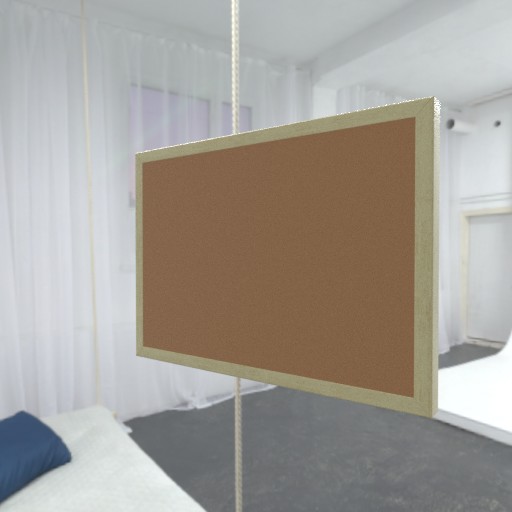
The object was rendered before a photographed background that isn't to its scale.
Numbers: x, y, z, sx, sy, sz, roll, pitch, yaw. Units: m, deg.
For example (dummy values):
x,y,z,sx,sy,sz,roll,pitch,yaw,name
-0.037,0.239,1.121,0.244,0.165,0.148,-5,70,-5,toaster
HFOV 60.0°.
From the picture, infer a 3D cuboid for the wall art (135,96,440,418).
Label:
x,y,z,sx,sy,sz,roll,pitch,yaw,name
0.000,0.000,0.689,0.533,0.381,0.032,1,1,35,wall art
